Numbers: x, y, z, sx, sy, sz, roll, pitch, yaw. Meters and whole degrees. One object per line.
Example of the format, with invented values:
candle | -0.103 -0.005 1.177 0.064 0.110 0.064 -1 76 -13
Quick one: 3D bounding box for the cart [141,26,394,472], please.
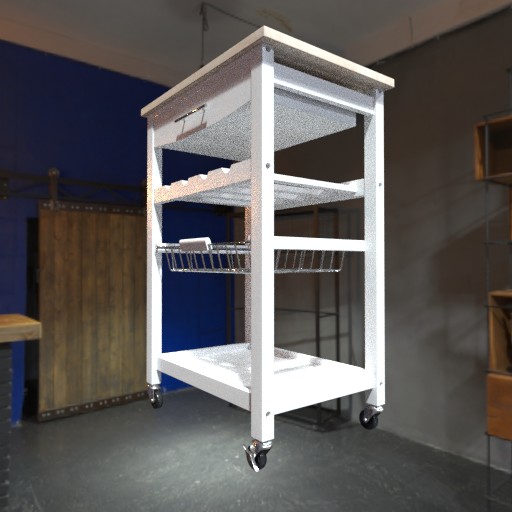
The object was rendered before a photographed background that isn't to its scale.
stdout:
cart | 0.000 0.000 1.179 0.406 0.857 0.578 1 -1 -37
